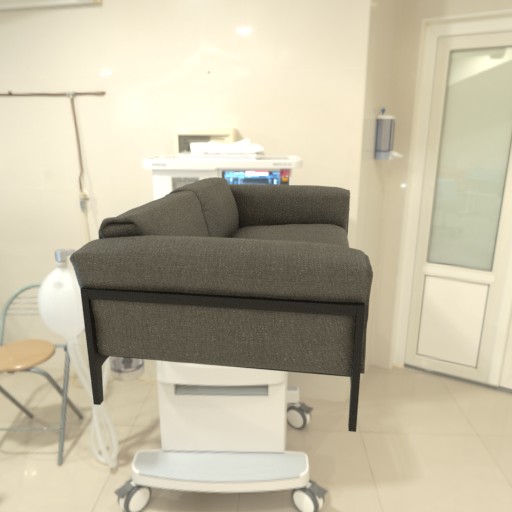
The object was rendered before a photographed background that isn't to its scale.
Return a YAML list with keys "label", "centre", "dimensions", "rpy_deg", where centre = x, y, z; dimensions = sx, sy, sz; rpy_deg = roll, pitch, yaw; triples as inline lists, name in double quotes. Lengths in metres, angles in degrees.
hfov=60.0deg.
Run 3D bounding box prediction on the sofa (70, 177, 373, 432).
- label: "sofa"
  centre: [0.000, 0.000, 2.189]
  dimensions: [0.960, 0.656, 1.690]
  rpy_deg: [3, 16, 9]
